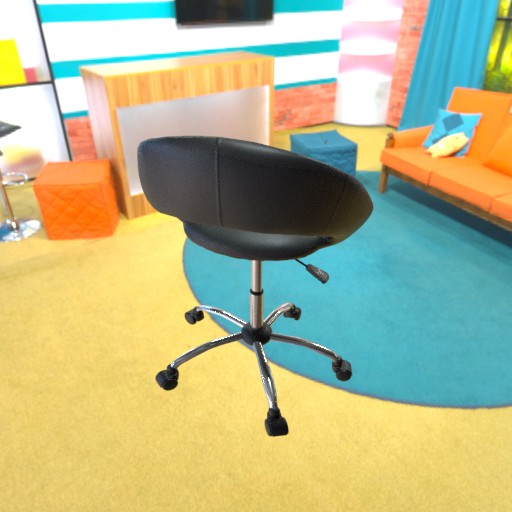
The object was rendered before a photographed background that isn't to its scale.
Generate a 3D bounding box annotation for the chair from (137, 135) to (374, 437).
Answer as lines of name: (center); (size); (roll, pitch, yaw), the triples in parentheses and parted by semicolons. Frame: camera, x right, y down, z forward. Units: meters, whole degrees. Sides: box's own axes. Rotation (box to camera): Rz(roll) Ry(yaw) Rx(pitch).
chair: (0.000, 0.000, 1.228); (0.612, 0.791, 0.538); (10, 33, 16)
